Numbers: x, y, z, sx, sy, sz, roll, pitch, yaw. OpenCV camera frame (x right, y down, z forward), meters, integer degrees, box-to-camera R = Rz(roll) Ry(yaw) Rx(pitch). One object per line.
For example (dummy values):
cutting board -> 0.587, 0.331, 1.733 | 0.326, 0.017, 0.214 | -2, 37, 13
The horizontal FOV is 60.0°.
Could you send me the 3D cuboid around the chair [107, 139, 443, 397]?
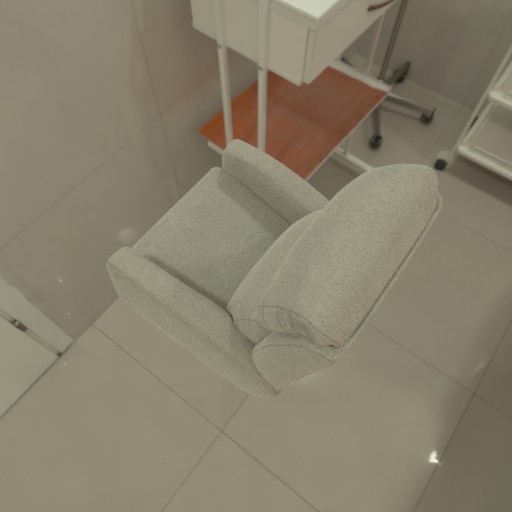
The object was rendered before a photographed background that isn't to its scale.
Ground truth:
chair -> 0.000, 0.000, 1.656 | 0.940, 1.021, 0.794 | 34, 67, 17
